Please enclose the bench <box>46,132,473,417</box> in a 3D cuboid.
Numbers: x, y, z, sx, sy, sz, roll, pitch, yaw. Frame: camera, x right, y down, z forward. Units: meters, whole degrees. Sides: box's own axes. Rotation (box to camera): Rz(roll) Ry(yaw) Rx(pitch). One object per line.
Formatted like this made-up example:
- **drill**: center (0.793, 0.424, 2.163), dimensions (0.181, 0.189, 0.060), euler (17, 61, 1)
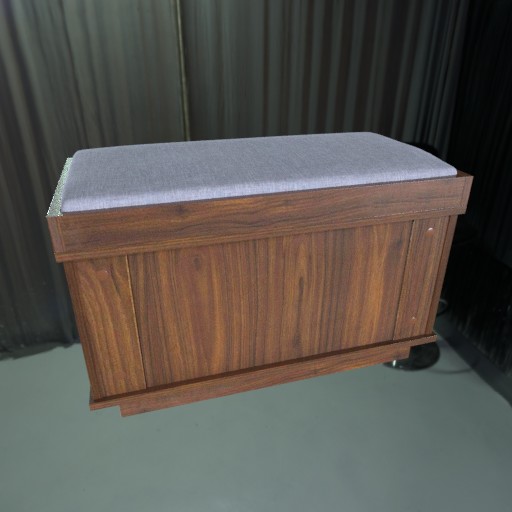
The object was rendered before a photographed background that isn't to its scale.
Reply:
- **bench**: center (0.000, 0.000, 0.975), dimensions (0.734, 0.461, 0.362), euler (-7, 28, -14)
